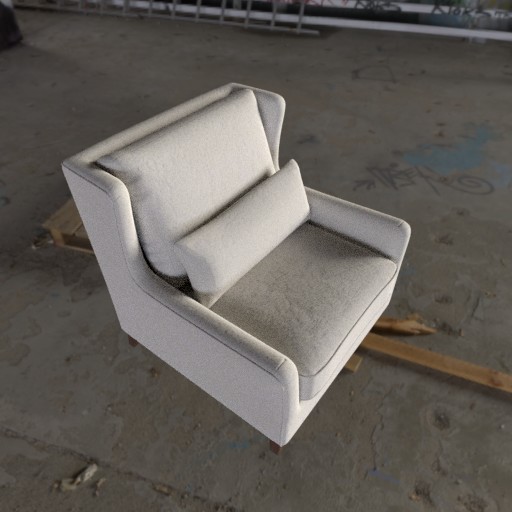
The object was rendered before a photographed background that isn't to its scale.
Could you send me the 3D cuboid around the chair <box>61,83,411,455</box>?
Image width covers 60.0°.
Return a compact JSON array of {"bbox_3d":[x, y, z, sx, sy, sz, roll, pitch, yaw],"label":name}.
[{"bbox_3d":[0.000,0.000,1.903,1.040,1.056,0.982,27,49,27],"label":"chair"}]
